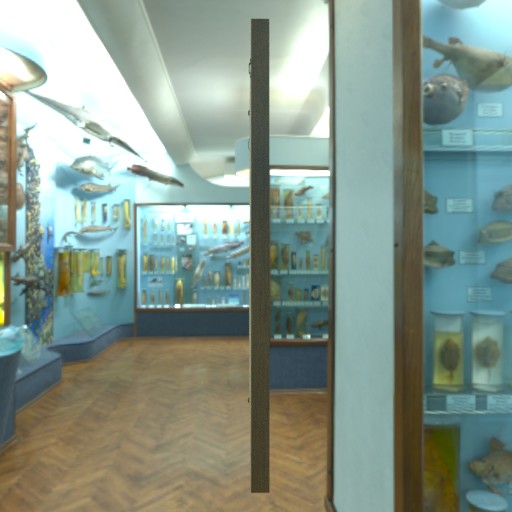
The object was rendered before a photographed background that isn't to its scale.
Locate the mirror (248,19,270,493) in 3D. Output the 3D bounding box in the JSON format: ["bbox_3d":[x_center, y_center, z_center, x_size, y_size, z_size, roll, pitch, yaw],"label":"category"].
[{"bbox_3d":[0.000,0.000,1.159,0.040,0.915,0.609,0,0,-1],"label":"mirror"}]
